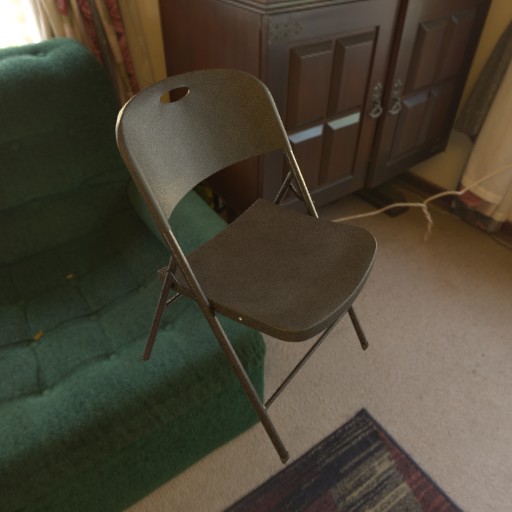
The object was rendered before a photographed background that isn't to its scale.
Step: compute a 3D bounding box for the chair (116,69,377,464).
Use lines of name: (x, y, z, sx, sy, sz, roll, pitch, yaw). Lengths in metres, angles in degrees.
chair: (0.000, 0.000, 1.173, 0.566, 0.810, 0.494, 26, 46, 28)
